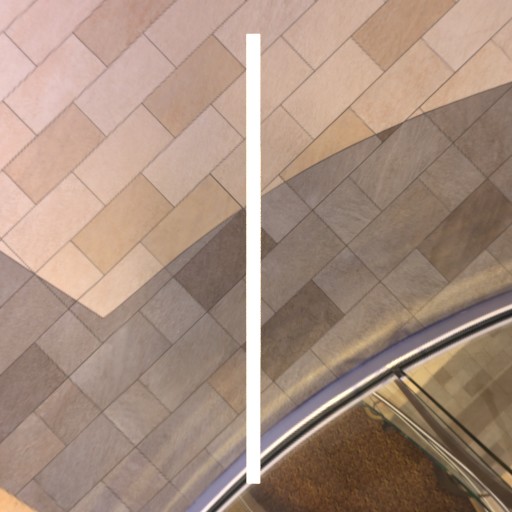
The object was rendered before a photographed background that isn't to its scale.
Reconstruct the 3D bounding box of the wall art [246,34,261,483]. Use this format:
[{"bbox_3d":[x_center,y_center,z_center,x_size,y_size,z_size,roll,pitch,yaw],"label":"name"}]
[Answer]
[{"bbox_3d":[0.000,0.000,0.984,0.020,0.661,0.664,0,91,1],"label":"wall art"}]
